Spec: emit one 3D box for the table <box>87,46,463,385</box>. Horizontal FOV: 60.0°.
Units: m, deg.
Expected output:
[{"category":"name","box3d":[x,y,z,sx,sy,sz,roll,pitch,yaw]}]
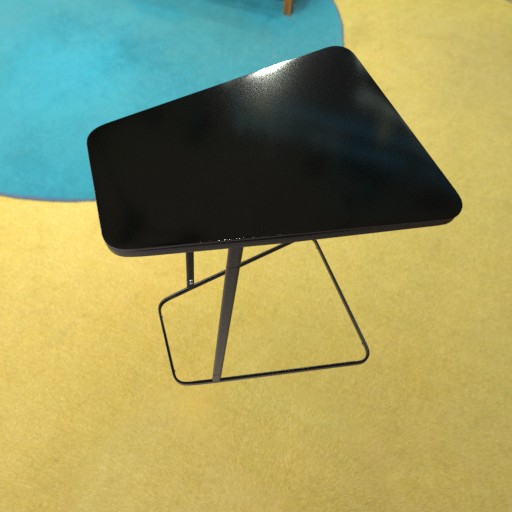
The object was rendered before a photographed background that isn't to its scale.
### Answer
[{"category":"table","box3d":[0.000,0.000,0.952,0.500,0.624,0.427,-15,59,-10]}]
